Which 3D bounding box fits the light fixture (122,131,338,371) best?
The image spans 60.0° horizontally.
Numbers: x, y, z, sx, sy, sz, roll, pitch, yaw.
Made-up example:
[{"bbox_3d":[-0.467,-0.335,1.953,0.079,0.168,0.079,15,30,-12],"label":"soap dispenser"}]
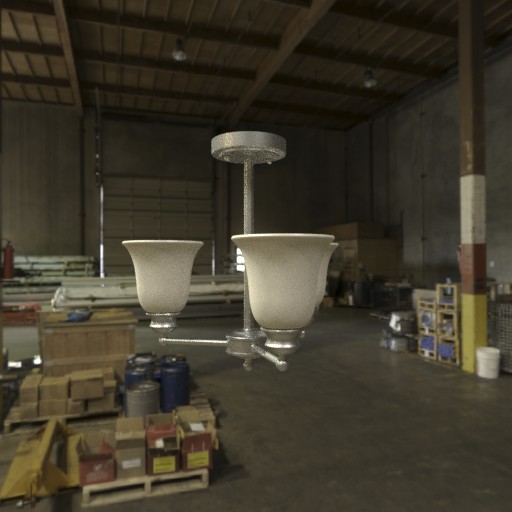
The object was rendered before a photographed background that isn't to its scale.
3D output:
[{"bbox_3d":[0.000,0.000,0.682,0.388,0.370,0.354,0,-1,-18],"label":"light fixture"}]
